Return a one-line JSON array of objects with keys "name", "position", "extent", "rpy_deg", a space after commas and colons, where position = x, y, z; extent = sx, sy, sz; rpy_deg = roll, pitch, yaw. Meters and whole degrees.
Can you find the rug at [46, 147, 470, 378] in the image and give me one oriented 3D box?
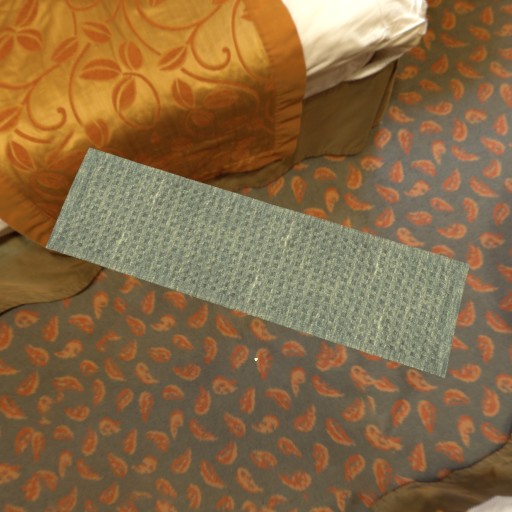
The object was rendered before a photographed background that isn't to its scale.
[{"name": "rug", "position": [0.000, 0.000, 2.641], "extent": [2.443, 0.008, 0.688], "rpy_deg": [18, 78, 4]}]
